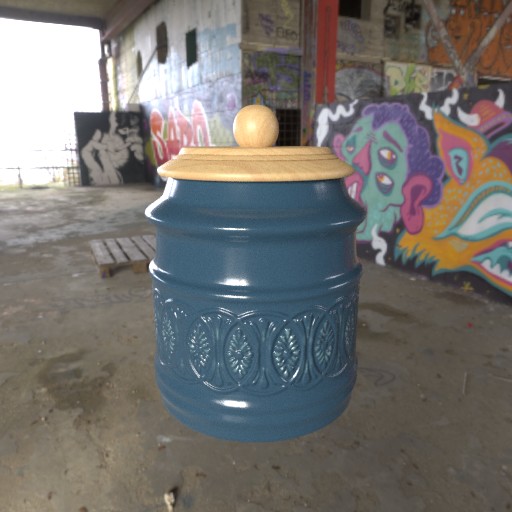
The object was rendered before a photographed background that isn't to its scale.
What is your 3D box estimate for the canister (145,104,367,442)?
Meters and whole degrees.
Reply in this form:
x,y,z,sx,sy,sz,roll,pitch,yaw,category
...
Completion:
x,y,z,sx,sy,sz,roll,pitch,yaw,category
0.000,0.000,0.273,0.130,0.176,0.130,0,14,0,canister
